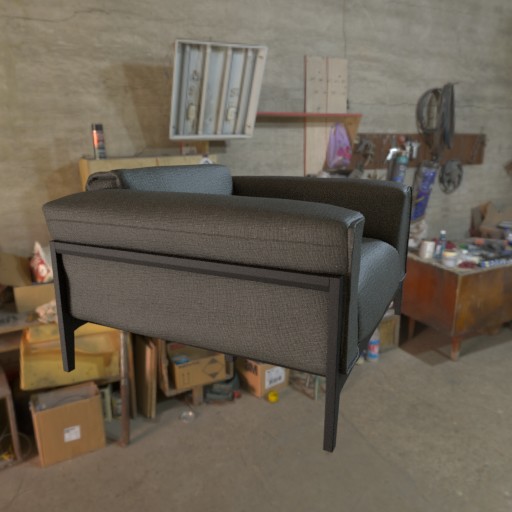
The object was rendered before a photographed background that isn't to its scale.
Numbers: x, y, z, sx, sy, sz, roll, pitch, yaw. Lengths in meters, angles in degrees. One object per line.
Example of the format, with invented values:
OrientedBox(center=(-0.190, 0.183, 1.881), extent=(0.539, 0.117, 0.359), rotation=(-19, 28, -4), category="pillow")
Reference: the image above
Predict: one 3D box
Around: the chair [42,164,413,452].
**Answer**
OrientedBox(center=(0.000, 0.000, 1.628), extent=(0.969, 0.646, 1.056), rotation=(7, 15, 26), category="chair")
